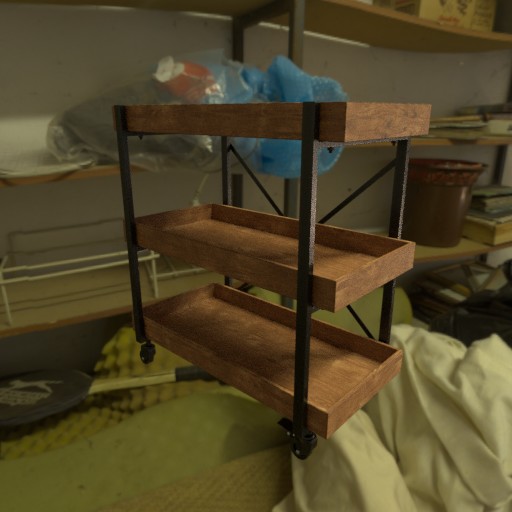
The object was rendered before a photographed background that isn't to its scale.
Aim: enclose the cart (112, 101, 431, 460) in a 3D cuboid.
[{"bbox_3d":[0.000,0.000,1.238,0.750,0.800,0.411,16,24,40],"label":"cart"}]
